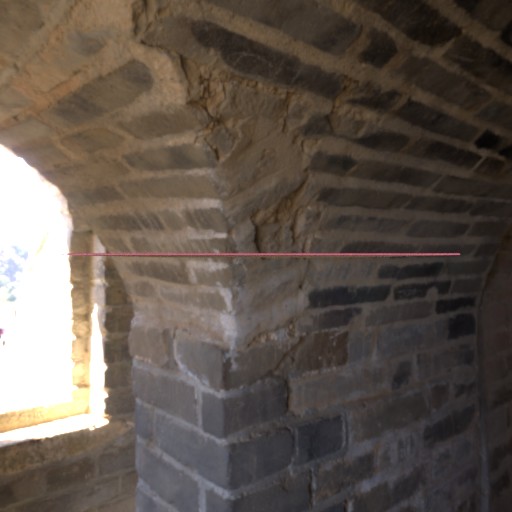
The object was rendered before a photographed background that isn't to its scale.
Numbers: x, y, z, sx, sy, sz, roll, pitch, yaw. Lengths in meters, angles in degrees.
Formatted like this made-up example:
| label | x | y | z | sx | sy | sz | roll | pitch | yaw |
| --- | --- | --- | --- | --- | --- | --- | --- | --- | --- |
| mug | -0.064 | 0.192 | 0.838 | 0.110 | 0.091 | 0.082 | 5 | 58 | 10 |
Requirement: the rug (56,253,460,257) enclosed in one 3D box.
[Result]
| label | x | y | z | sx | sy | sz | roll | pitch | yaw |
| --- | --- | --- | --- | --- | --- | --- | --- | --- | --- |
| rug | 0.000 | 0.000 | 3.981 | 2.300 | 0.012 | 2.929 | 0 | 0 | -1 |
